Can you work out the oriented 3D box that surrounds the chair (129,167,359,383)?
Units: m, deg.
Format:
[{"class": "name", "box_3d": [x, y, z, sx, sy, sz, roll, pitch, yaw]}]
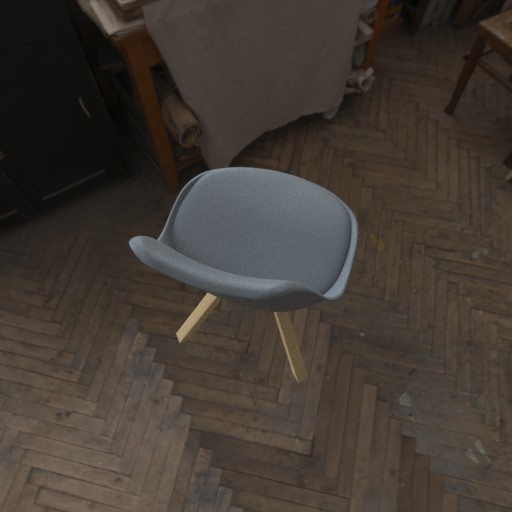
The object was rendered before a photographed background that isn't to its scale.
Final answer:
[{"class": "chair", "box_3d": [0.000, 0.000, 1.162, 0.485, 0.850, 0.549, 17, 65, 8]}]
